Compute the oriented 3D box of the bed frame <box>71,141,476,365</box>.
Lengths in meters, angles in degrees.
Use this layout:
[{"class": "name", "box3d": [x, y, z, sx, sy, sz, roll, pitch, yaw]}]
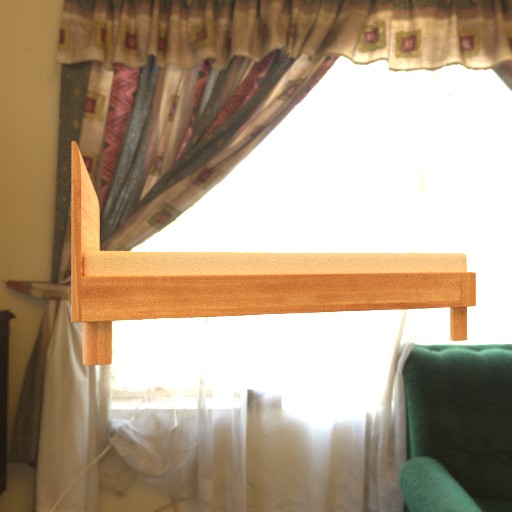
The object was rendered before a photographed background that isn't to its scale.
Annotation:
[{"class": "bed frame", "box3d": [0.000, 0.000, 2.920, 2.092, 0.940, 1.660, 0, 0, -17]}]
